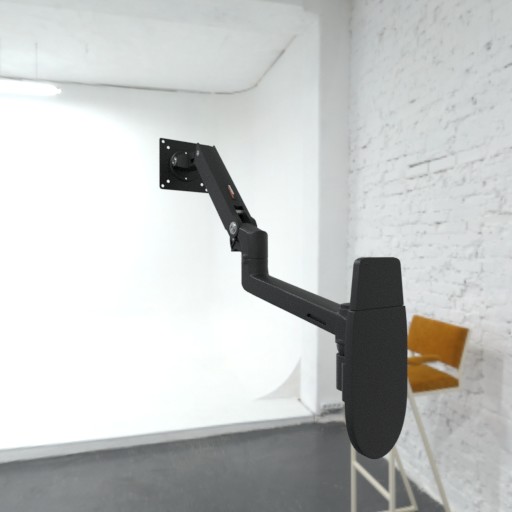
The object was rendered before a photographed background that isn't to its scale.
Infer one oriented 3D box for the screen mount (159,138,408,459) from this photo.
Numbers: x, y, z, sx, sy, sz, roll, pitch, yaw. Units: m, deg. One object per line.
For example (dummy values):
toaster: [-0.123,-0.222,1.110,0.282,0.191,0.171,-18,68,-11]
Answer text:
screen mount: [0.000,0.000,0.714,0.115,0.466,0.495,0,1,-36]
